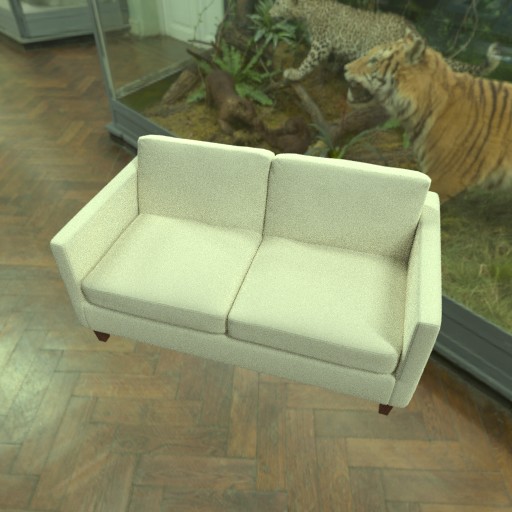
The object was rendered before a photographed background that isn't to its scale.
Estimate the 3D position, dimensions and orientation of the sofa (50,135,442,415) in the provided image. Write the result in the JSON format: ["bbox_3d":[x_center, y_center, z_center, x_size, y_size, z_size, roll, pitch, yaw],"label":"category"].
[{"bbox_3d":[0.000,0.000,2.275,1.702,0.888,0.964,11,42,13],"label":"sofa"}]
